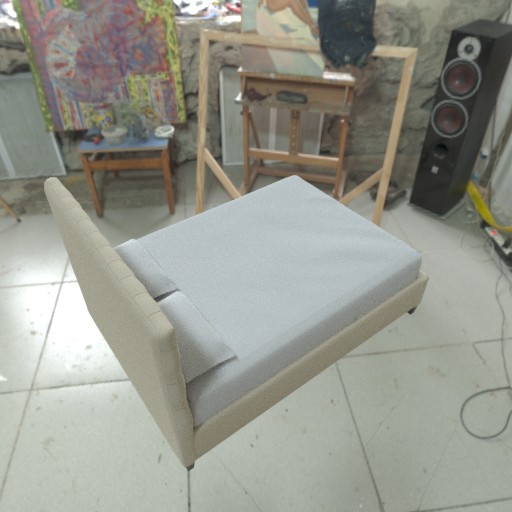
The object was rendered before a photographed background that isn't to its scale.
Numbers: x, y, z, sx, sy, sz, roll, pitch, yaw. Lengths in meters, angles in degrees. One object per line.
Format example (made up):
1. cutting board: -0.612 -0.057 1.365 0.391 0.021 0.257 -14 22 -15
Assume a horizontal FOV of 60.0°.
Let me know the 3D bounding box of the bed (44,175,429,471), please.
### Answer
1. bed: 0.000 0.000 3.478 2.387 1.427 1.698 -26 47 -27
